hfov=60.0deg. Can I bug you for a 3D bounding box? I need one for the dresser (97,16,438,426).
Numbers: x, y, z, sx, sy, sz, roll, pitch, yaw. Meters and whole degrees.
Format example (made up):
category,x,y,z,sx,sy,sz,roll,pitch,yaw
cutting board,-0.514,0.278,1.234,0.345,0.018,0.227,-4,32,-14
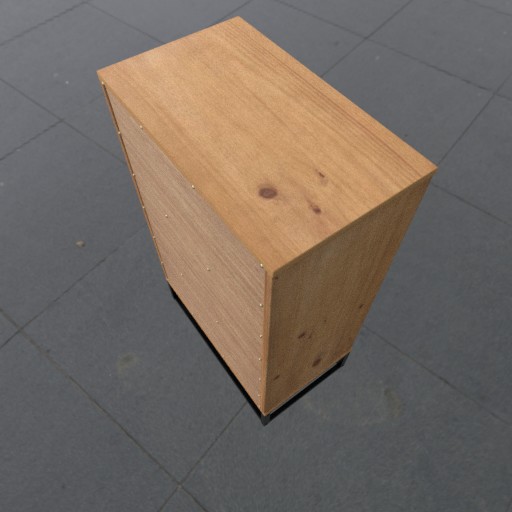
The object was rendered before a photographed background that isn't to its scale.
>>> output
category,x,y,z,sx,sy,sz,roll,pitch,yaw
dresser,0.000,0.000,1.574,0.479,1.240,0.761,-31,62,-19
